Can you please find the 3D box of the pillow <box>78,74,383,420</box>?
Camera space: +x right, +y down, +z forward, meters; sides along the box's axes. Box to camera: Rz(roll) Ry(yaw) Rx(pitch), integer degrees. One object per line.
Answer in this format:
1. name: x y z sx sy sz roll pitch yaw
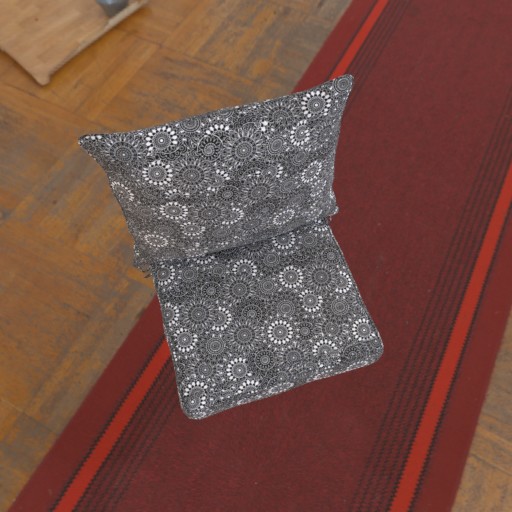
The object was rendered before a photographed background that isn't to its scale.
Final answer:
1. pillow: 0.000 0.000 1.371 0.798 0.722 0.740 -15 64 -8
